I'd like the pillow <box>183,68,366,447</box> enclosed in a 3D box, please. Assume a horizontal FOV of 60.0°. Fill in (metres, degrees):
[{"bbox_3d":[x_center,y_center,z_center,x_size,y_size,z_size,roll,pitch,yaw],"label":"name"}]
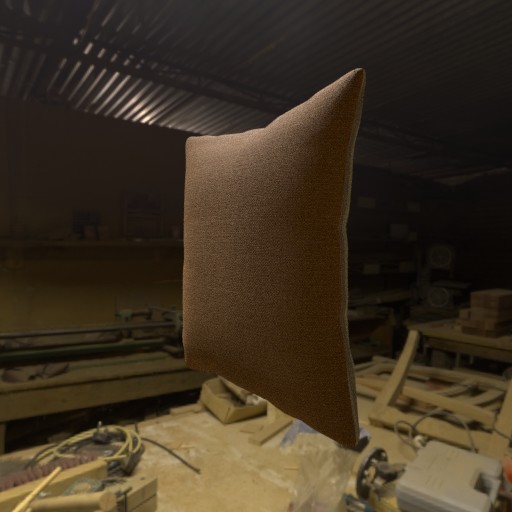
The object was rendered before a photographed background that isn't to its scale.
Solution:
[{"bbox_3d":[0.000,0.000,0.676,0.147,0.437,0.432,-1,1,-36],"label":"pillow"}]
